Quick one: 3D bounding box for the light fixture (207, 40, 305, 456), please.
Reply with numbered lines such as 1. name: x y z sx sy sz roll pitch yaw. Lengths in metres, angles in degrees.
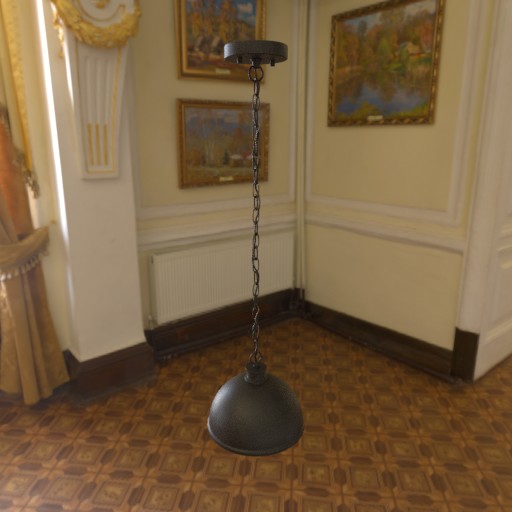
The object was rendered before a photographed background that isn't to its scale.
1. light fixture: 0.000 0.000 1.255 0.304 1.090 0.304 -7 17 -25
